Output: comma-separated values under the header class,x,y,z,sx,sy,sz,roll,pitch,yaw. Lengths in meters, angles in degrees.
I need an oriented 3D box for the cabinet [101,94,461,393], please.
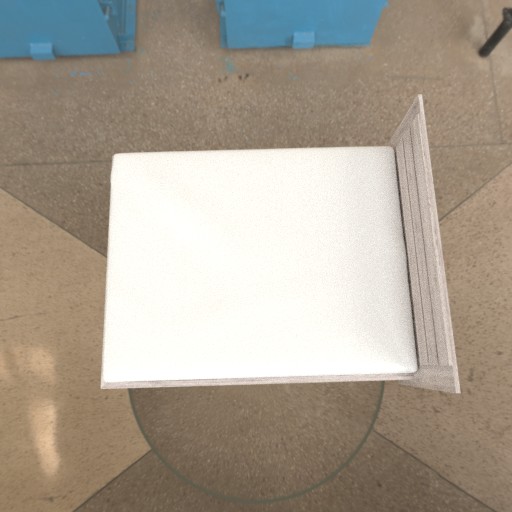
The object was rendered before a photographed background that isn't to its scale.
class,x,y,z,sx,sy,sz,roll,pitch,yaw
cabinet,0.000,0.000,2.957,2.080,0.970,1.750,-2,77,0
